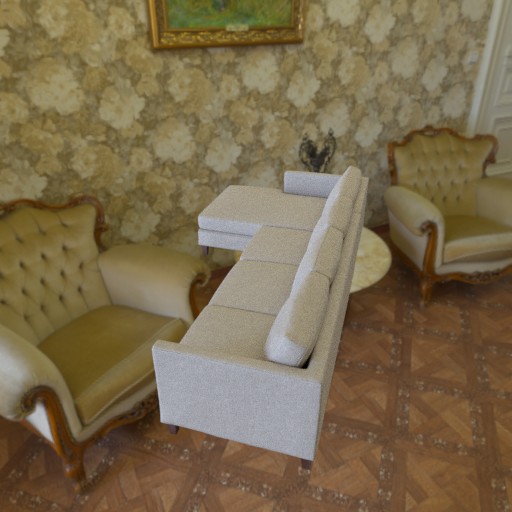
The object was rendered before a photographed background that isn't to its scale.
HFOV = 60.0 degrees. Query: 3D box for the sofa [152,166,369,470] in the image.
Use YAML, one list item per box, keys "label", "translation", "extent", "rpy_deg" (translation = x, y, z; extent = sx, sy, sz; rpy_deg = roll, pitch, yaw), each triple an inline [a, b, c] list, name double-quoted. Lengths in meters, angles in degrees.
- label: "sofa"
  translation: [0.000, 0.000, 3.784]
  extent: [1.625, 0.846, 3.186]
  rpy_deg: [8, 30, 15]
